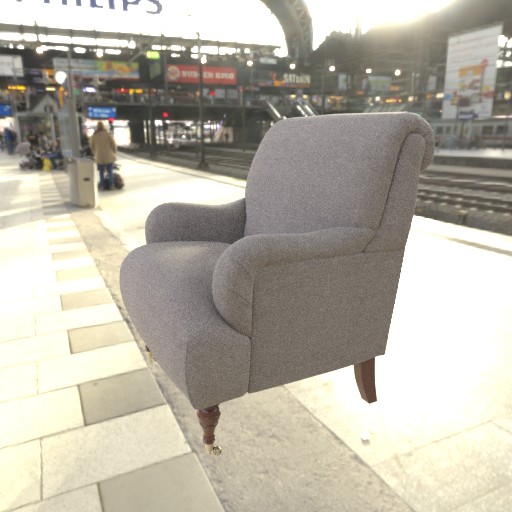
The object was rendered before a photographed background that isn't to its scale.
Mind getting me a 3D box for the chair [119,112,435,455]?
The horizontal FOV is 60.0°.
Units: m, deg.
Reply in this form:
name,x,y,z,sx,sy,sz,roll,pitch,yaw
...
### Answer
name,x,y,z,sx,sy,sz,roll,pitch,yaw
chair,0.000,0.000,1.523,0.843,0.942,0.766,-8,17,-27
